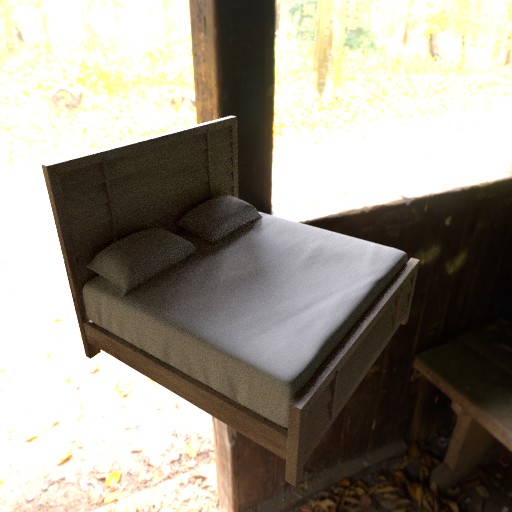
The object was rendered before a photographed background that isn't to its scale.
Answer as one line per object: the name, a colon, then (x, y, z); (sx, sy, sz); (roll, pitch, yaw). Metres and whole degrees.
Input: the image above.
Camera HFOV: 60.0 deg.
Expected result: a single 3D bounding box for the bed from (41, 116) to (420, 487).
bed: (0.000, 0.000, 3.508); (2.032, 1.626, 2.032); (18, 33, 31)
